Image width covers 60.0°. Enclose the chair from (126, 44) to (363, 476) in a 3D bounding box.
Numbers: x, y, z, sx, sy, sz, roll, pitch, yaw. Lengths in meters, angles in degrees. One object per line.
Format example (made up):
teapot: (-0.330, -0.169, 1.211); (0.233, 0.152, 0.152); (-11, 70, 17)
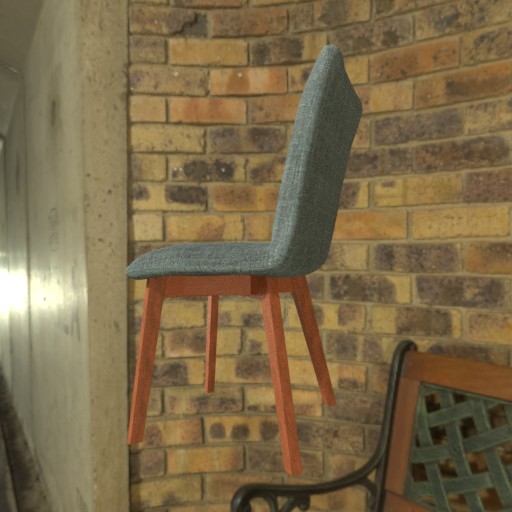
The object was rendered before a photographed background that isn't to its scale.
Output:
chair: (0.000, 0.000, 1.282); (0.563, 0.974, 0.522); (0, 0, 19)
